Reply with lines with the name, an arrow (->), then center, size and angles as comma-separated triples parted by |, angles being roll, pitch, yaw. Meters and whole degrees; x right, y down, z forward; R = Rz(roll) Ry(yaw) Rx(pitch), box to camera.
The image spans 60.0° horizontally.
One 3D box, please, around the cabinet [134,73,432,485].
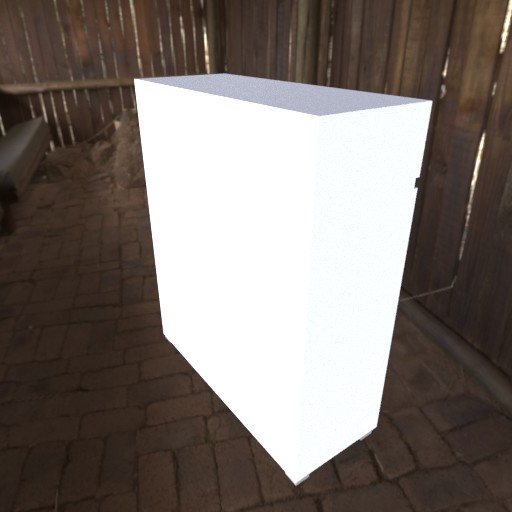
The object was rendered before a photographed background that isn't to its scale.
cabinet -> 0.000, 0.000, 1.667 | 0.400, 1.190, 1.000 | -18, 32, -31
